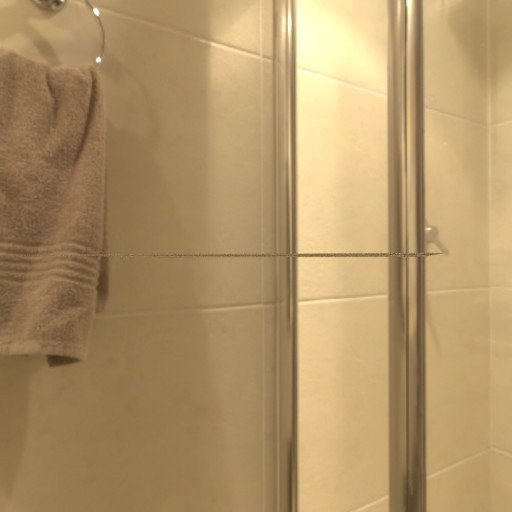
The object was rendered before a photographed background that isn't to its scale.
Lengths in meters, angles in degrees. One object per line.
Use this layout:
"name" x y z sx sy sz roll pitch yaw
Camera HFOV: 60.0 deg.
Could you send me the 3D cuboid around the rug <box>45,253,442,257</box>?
"rug" 0.000 0.000 4.109 3.037 0.004 2.453 0 -1 18
